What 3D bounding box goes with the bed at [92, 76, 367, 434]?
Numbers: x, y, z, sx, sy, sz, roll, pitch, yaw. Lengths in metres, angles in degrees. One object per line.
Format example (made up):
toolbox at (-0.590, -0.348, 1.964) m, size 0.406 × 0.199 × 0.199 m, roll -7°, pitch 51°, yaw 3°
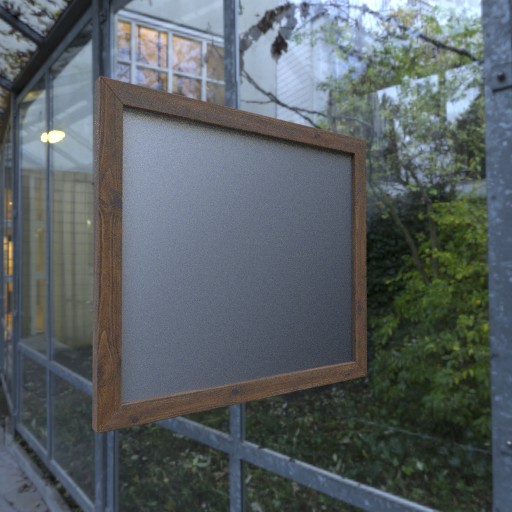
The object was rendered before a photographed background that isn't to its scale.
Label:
bed at (0.000, 0.000, 1.484) m, size 1.046 × 0.942 × 0.046 m, roll 1°, pitch -1°, yaw -35°
